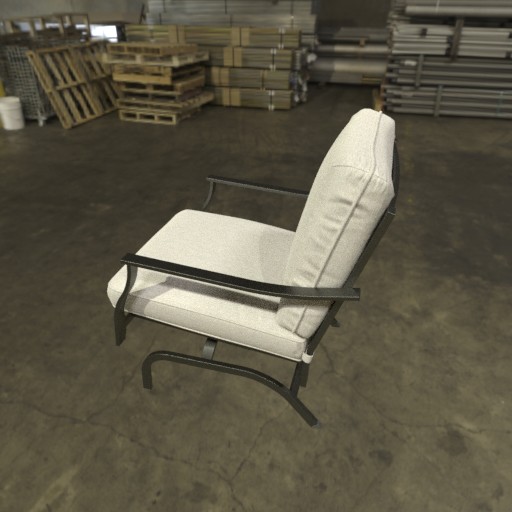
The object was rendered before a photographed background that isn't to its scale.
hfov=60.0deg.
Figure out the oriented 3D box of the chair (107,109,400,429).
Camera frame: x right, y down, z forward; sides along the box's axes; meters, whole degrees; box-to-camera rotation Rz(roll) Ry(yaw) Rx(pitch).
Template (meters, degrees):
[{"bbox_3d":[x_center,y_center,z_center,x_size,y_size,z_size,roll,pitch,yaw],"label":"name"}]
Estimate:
[{"bbox_3d":[0.000,0.000,1.424,0.787,0.860,0.650,8,32,13],"label":"chair"}]
